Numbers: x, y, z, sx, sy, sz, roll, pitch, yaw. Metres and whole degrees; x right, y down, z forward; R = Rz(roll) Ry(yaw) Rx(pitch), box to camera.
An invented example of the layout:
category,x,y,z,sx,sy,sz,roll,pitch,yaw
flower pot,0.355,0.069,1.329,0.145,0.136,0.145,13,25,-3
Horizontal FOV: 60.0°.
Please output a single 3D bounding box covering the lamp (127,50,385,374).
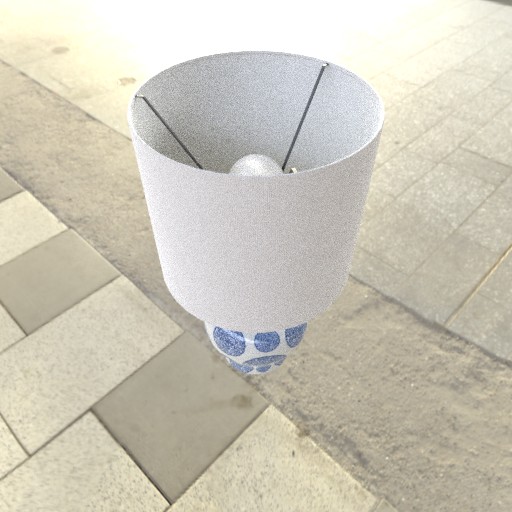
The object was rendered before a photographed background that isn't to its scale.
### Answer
category,x,y,z,sx,sy,sz,roll,pitch,yaw
lamp,0.000,0.000,0.513,0.215,0.381,0.215,33,54,27
